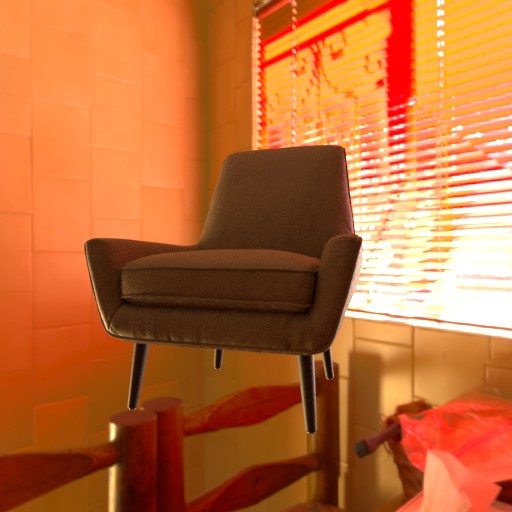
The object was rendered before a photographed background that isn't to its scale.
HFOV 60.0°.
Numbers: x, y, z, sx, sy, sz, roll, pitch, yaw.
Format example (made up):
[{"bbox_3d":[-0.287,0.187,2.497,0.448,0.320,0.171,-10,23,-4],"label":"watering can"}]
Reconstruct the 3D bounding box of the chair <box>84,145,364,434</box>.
[{"bbox_3d":[0.000,0.000,1.510,0.787,0.888,0.824,0,0,19],"label":"chair"}]
